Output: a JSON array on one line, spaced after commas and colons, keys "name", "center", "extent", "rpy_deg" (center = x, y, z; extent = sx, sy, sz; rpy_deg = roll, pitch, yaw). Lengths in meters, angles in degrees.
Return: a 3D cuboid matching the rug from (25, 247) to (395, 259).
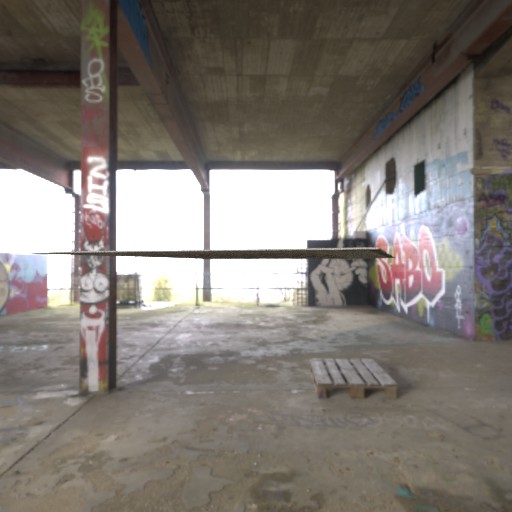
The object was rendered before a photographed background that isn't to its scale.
[{"name": "rug", "center": [0.000, 0.000, 4.198], "extent": [2.451, 0.026, 3.069], "rpy_deg": [0, -1, 19]}]
